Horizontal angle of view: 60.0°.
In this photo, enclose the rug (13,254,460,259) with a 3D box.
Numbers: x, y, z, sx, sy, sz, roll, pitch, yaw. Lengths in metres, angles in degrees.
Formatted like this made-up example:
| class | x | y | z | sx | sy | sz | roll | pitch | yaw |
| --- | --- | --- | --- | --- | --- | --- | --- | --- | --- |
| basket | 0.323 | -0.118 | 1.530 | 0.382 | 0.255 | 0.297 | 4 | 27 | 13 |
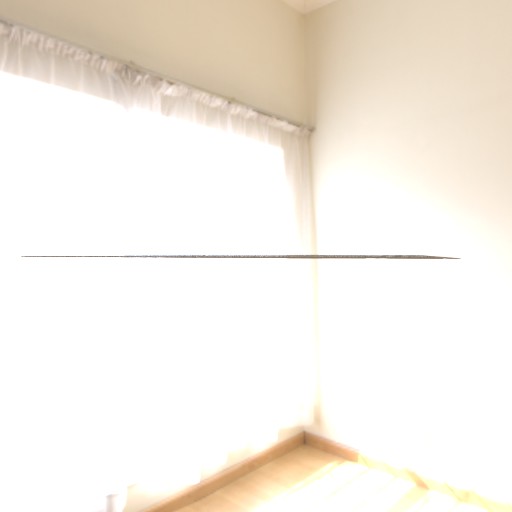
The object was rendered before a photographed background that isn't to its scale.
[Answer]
| class | x | y | z | sx | sy | sz | roll | pitch | yaw |
| --- | --- | --- | --- | --- | --- | --- | --- | --- | --- |
| rug | 0.000 | 0.000 | 3.764 | 2.910 | 0.013 | 2.256 | 0 | 0 | 18 |
